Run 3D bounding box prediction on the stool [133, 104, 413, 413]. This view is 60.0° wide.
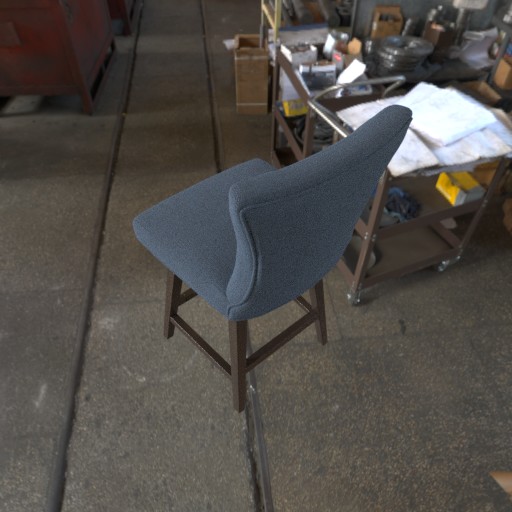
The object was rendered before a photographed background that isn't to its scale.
[{"bbox_3d":[0.000,0.000,1.353,0.514,1.000,0.574,-32,54,-27],"label":"stool"}]
